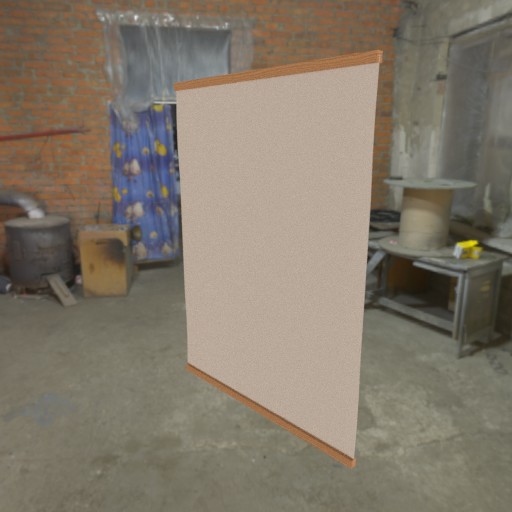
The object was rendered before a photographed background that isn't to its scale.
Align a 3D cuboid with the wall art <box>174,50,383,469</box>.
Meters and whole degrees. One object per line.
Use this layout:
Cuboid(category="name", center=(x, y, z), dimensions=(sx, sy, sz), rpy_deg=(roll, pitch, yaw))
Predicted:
Cuboid(category="wall art", center=(0.000, 0.000, 1.302), dimensions=(0.020, 1.016, 0.739), rpy_deg=(-14, 20, -43))
